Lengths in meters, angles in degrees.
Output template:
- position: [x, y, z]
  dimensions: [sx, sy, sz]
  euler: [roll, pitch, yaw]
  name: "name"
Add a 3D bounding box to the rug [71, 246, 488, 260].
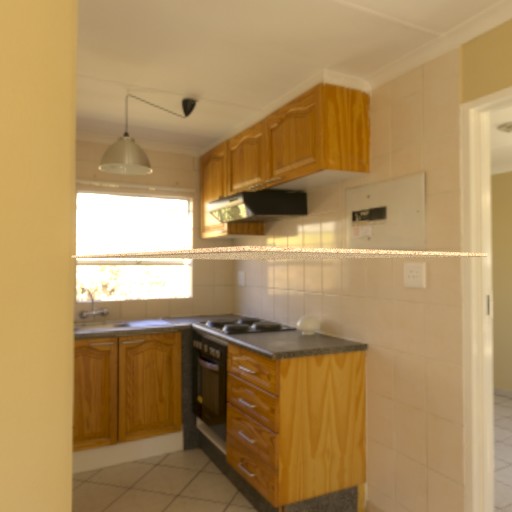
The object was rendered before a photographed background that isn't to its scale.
- position: [0.000, 0.000, 4.061]
  dimensions: [2.438, 0.029, 3.047]
  euler: [1, -1, -37]
  name: "rug"
